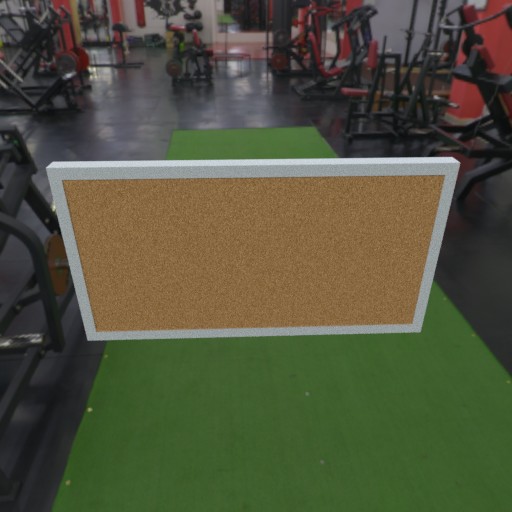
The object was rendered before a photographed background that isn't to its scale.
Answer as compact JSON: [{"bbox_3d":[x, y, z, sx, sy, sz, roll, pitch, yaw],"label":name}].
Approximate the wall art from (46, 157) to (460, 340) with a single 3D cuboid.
[{"bbox_3d":[0.000,0.000,0.991,0.812,0.431,0.038,-1,30,-2],"label":"wall art"}]
